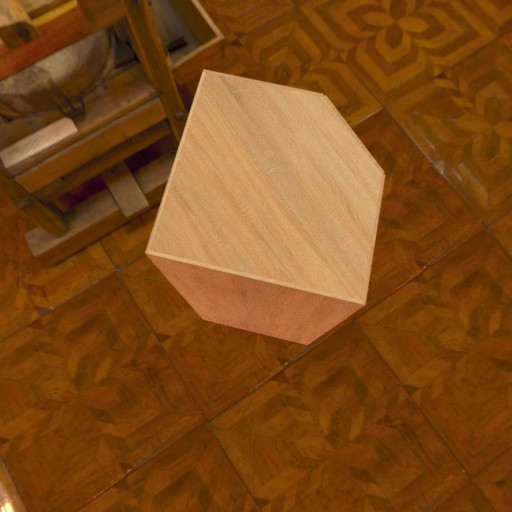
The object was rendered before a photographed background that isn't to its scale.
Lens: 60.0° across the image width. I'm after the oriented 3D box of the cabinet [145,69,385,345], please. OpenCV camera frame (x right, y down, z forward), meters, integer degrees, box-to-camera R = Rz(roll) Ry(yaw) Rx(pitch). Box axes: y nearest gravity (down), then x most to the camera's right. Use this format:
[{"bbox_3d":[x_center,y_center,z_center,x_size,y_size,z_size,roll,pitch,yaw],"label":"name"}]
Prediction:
[{"bbox_3d":[0.000,0.000,2.961,1.094,2.120,1.327,-31,77,-8],"label":"cabinet"}]
